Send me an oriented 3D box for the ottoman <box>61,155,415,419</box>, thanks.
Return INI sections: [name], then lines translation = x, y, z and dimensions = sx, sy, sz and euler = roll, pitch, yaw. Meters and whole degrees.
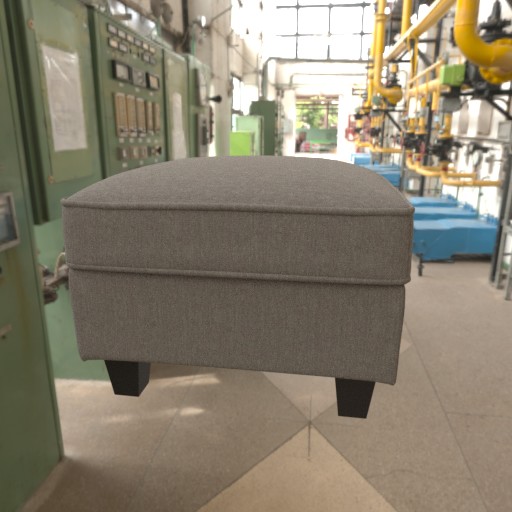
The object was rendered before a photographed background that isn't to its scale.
[ottoman]
translation = 0.000, 0.000, 1.395
dimensions = 0.808, 0.612, 0.871
euler = 2, 16, 9
